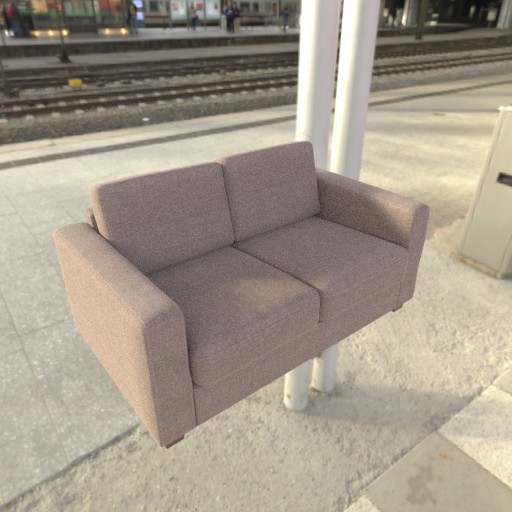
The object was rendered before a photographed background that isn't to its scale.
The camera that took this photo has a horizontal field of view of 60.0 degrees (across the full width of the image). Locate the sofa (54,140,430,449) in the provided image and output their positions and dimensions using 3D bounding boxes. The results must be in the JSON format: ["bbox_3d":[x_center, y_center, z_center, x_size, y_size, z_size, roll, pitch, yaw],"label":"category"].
[{"bbox_3d":[0.000,0.000,2.061,1.520,0.800,0.900,-21,35,-33],"label":"sofa"}]
